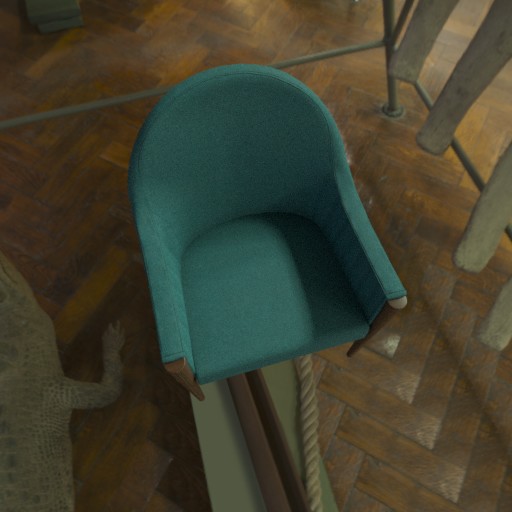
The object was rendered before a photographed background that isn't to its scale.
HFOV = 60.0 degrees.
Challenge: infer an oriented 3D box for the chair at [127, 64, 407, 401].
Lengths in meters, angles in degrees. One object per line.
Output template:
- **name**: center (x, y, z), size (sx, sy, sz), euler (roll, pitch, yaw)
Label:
- **chair**: center (0.000, 0.000, 1.375), size (0.656, 0.907, 0.652), euler (-14, 64, -7)
